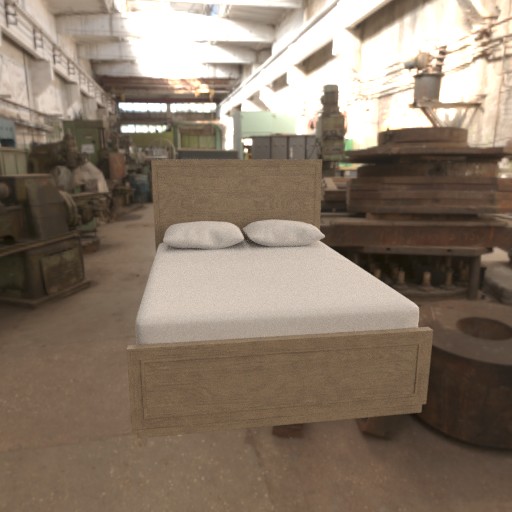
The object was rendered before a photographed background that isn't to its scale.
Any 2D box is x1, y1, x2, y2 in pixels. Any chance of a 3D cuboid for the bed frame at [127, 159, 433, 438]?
[{"bbox_3d":[0.000,0.000,3.283,1.606,1.369,2.189,-2,13,-8],"label":"bed frame"}]
